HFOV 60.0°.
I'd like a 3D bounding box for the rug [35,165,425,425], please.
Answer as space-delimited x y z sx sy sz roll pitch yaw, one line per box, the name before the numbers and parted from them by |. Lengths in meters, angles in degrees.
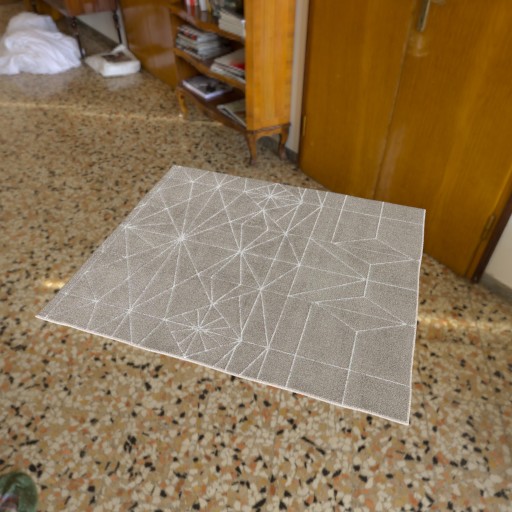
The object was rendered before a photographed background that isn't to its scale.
rug | 0.000 0.000 0.897 0.639 0.006 0.548 12 43 14
